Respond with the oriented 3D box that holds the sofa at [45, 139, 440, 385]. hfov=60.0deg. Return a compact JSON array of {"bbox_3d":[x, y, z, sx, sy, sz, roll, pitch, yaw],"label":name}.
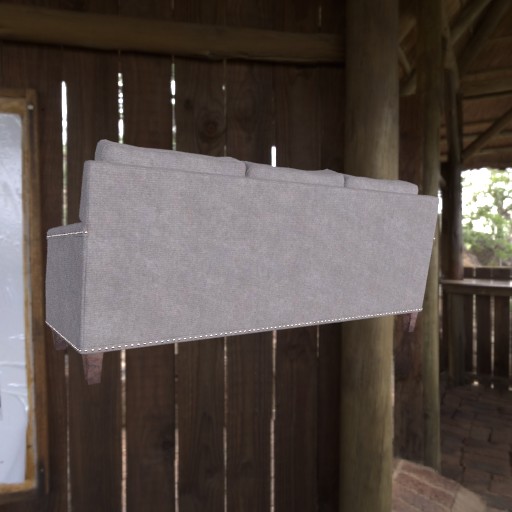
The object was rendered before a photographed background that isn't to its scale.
[{"bbox_3d":[0.000,0.000,2.707,2.226,1.042,1.034,-1,1,-34],"label":"sofa"}]
